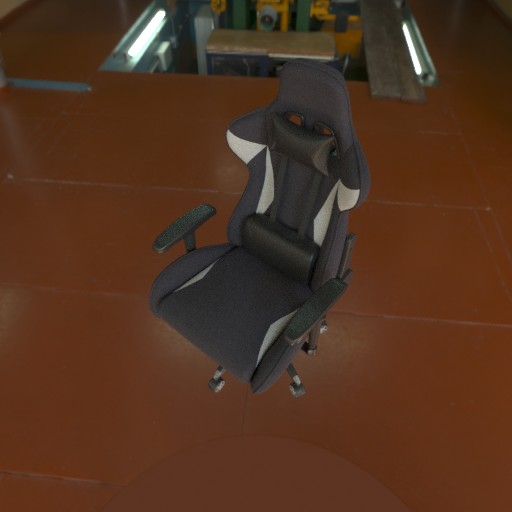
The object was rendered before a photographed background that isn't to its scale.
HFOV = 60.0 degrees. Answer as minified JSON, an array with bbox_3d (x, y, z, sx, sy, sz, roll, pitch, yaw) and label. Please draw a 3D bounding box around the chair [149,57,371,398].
[{"bbox_3d":[0.000,0.000,1.713,0.730,1.300,0.695,31,54,26],"label":"chair"}]
